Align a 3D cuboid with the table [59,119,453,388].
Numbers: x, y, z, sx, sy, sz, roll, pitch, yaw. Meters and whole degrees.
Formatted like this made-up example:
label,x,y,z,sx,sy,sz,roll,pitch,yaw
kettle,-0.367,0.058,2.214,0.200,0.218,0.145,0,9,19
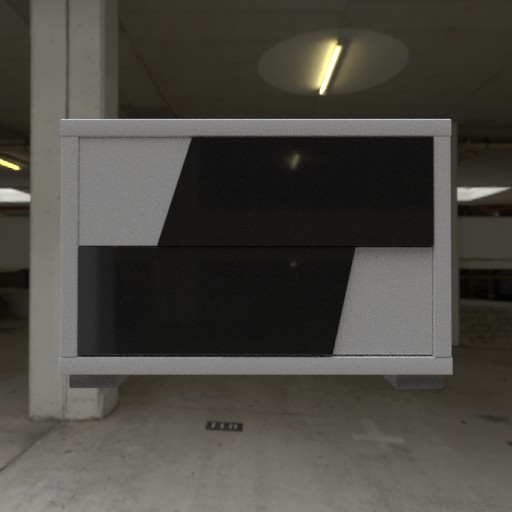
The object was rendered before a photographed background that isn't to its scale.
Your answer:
label,x,y,z,sx,sy,sz,roll,pitch,yaw
table,0.000,0.000,0.782,0.517,0.357,0.399,0,-1,0
